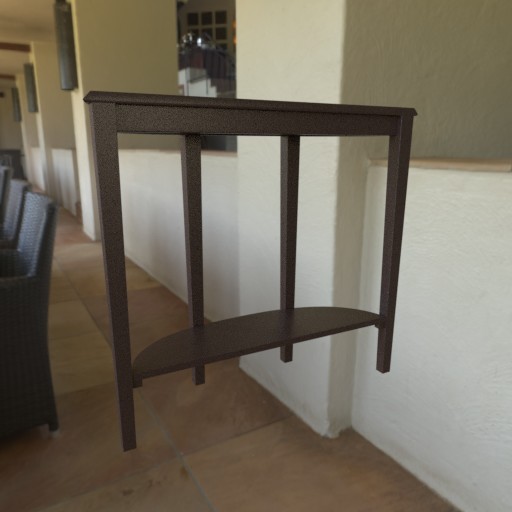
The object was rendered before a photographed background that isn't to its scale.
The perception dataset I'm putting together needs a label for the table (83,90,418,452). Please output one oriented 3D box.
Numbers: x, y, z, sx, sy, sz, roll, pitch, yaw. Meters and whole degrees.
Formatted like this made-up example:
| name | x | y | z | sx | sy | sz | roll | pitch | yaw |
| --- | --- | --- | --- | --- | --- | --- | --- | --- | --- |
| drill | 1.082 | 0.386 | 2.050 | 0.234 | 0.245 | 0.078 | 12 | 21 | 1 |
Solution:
| name | x | y | z | sx | sy | sz | roll | pitch | yaw |
| --- | --- | --- | --- | --- | --- | --- | --- | --- | --- |
| table | 0.000 | 0.000 | 1.286 | 0.909 | 0.831 | 0.274 | -7 | 16 | -27 |
